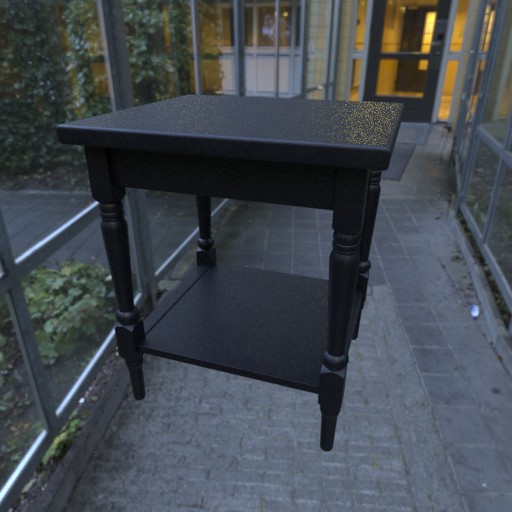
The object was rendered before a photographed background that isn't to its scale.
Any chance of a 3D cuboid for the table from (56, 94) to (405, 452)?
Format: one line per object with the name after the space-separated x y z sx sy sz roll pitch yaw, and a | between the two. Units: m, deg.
0.000 0.000 0.906 0.488 0.565 0.442 9 27 17 | table
